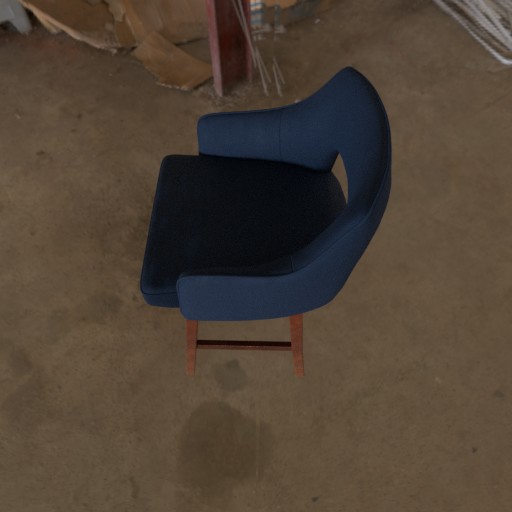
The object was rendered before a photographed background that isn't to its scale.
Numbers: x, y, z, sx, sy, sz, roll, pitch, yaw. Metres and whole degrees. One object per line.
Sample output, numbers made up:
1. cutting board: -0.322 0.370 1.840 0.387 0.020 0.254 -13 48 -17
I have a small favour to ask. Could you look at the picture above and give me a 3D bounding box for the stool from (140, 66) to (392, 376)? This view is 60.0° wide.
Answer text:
1. stool: 0.000 0.000 1.337 0.560 1.041 0.550 1 59 1
